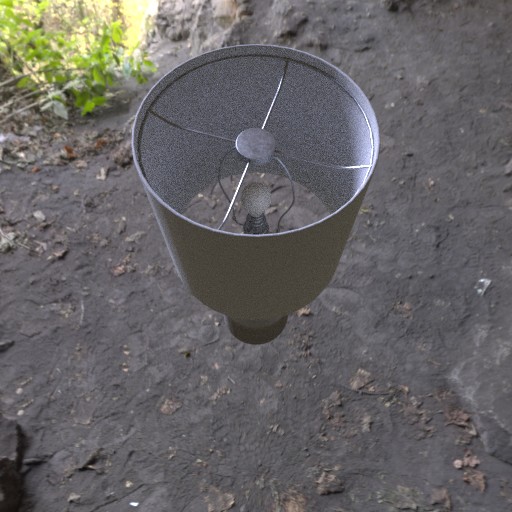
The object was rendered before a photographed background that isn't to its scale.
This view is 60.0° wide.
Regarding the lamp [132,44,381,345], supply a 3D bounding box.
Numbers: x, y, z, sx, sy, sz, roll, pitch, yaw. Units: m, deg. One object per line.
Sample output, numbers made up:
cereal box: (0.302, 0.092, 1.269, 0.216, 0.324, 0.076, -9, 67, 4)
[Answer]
lamp: (0.000, 0.000, 0.600, 0.212, 0.493, 0.212, 16, 65, 8)
